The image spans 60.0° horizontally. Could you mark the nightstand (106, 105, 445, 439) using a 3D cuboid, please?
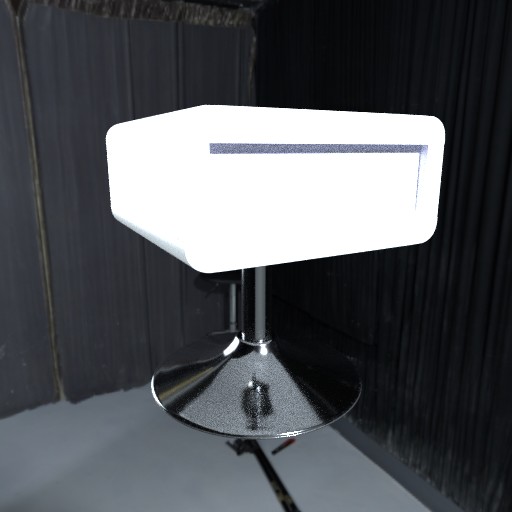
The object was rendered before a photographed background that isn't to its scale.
[{"bbox_3d":[0.000,0.000,0.762,0.399,0.447,0.404,-7,15,-28],"label":"nightstand"}]
